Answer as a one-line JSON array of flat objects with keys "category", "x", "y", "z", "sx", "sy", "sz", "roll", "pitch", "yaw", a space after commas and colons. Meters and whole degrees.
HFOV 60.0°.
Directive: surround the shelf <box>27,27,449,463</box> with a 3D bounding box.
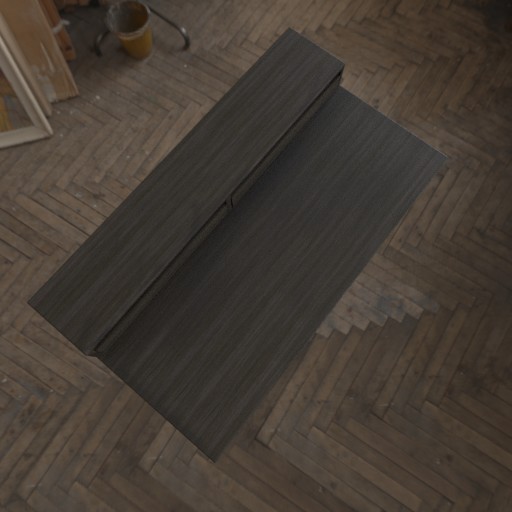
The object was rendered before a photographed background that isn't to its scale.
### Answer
[{"category": "shelf", "x": 0.000, "y": 0.000, "z": 1.718, "sx": 0.685, "sy": 0.865, "sz": 1.212, "roll": 38, "pitch": 78, "yaw": 10}]
